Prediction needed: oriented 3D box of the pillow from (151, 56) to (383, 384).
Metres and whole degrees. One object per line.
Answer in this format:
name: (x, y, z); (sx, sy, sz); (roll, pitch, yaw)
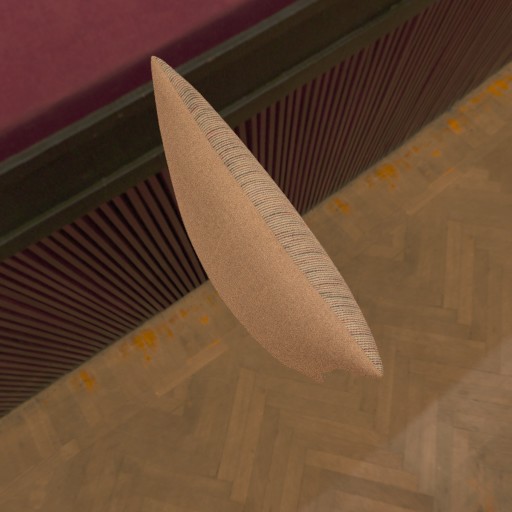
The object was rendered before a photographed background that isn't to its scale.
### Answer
pillow: (0.000, 0.000, 0.778); (0.178, 0.506, 0.512); (-32, 76, -9)
